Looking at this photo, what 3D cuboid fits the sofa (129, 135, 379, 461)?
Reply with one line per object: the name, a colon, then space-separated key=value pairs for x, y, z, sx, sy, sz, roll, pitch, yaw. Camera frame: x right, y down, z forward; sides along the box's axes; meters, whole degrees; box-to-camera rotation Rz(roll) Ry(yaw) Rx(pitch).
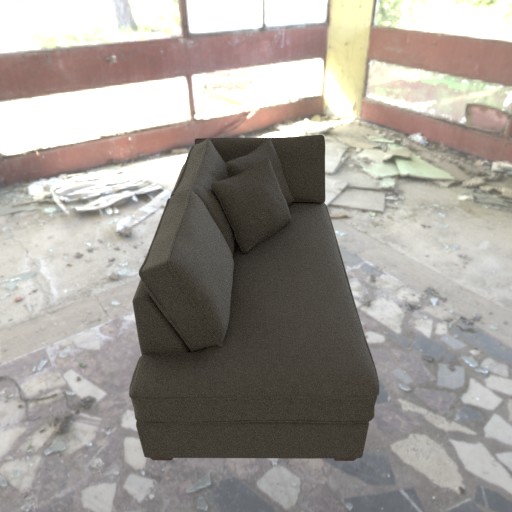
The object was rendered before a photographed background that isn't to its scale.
sofa: x=0.000 y=0.000 z=2.802 sx=1.110 sy=1.033 sz=2.237 roll=0 pitch=33 yaw=0
